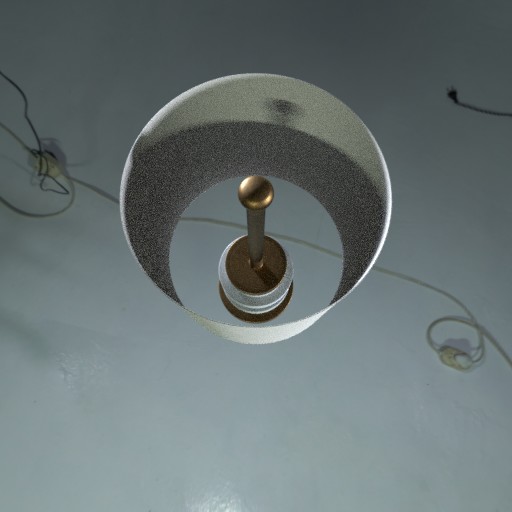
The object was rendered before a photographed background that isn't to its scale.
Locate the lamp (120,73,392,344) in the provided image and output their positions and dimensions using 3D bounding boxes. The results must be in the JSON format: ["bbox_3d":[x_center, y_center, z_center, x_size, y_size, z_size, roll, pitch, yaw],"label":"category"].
[{"bbox_3d":[0.000,0.000,0.536,0.210,0.410,0.210,11,76,3],"label":"lamp"}]
